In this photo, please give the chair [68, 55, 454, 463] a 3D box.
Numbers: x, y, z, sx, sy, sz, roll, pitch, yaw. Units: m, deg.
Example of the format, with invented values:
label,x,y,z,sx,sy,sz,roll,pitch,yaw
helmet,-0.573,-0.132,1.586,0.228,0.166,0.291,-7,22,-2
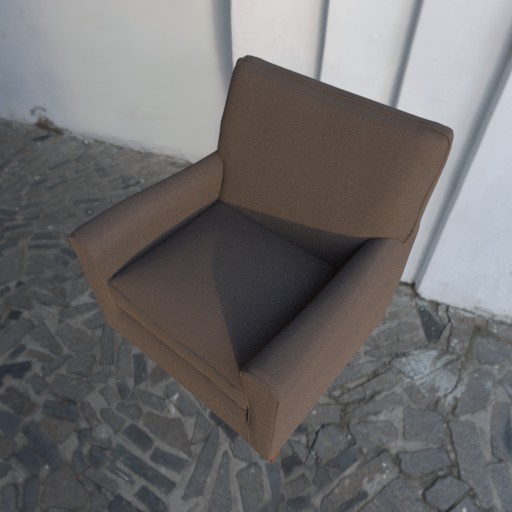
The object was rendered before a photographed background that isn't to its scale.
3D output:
label,x,y,z,sx,sy,sz,roll,pitch,yaw
chair,0.000,0.000,1.514,0.836,0.911,0.831,32,55,25
